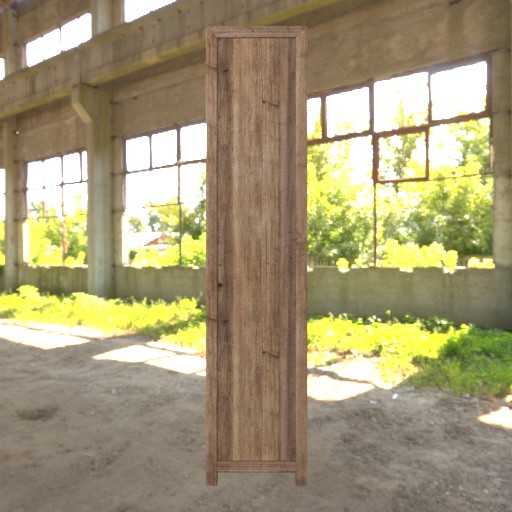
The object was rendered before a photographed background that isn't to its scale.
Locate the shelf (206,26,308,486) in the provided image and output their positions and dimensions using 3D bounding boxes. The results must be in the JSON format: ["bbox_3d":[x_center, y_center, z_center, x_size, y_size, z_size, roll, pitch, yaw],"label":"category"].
[{"bbox_3d":[0.000,0.000,2.079,0.428,1.900,0.500,0,0,0],"label":"shelf"}]
